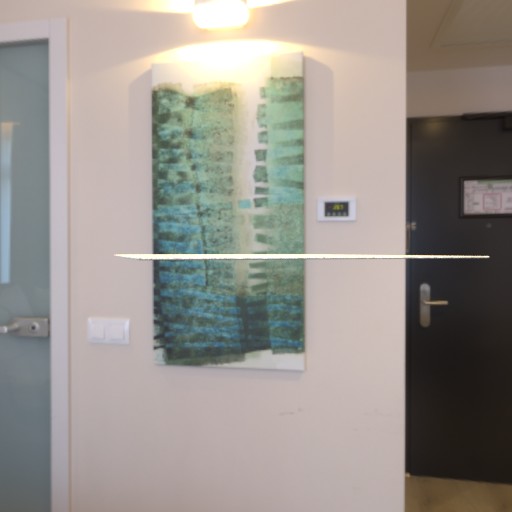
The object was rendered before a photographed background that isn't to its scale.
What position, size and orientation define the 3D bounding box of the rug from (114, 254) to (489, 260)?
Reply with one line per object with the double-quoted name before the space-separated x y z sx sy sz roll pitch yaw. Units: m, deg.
"rug" 0.000 0.000 4.175 2.447 0.014 3.061 0 1 -20
